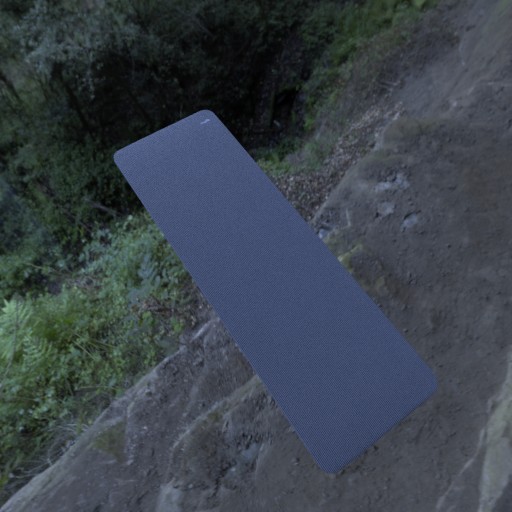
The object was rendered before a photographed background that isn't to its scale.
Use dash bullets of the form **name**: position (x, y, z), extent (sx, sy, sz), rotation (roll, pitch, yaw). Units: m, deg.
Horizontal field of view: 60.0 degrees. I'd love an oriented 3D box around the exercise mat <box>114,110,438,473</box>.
- **exercise mat**: position (0.000, 0.000, 2.109), extent (0.616, 0.021, 1.884), rotation (-31, 68, -14)
